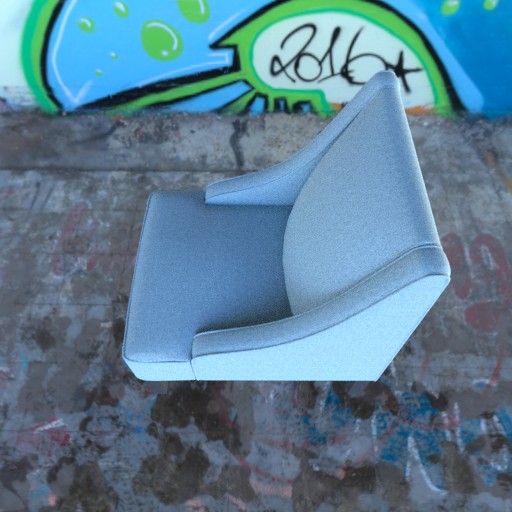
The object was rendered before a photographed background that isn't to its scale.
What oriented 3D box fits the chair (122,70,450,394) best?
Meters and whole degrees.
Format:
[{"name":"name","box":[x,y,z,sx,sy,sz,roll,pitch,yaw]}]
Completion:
[{"name":"chair","box":[0.000,0.000,1.817,1.025,1.133,0.857,0,57,0]}]
